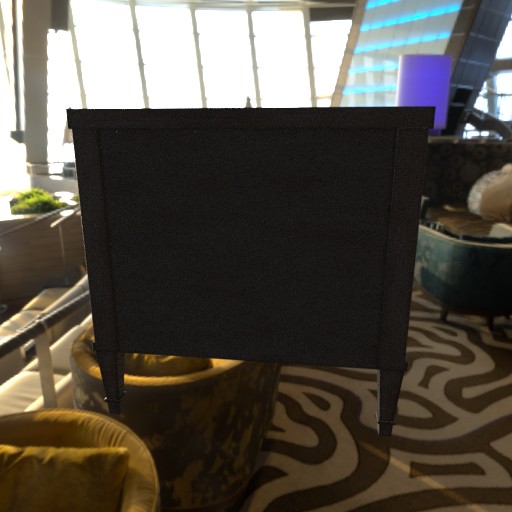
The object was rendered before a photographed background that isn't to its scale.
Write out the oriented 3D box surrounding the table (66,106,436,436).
[{"bbox_3d":[0.000,0.000,1.067,0.660,0.660,0.413,2,16,7],"label":"table"}]
